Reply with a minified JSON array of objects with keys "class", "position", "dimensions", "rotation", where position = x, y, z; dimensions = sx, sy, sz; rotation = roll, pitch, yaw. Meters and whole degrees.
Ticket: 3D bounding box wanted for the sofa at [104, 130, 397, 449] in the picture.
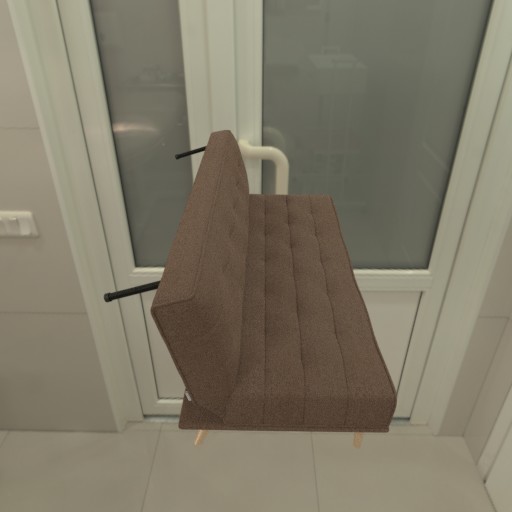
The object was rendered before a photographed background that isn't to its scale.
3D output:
[{"class":"sofa","position":[0.000,0.000,2.301],"dimensions":[1.038,0.810,1.820],"rotation":[0,32,1]}]
